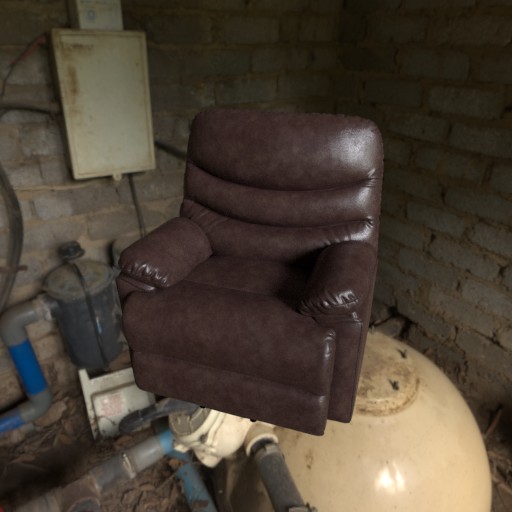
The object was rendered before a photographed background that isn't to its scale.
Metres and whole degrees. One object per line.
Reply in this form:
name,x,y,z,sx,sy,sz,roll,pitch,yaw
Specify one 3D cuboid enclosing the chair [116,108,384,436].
chair,0.000,0.000,1.791,0.940,1.041,0.879,9,28,16
